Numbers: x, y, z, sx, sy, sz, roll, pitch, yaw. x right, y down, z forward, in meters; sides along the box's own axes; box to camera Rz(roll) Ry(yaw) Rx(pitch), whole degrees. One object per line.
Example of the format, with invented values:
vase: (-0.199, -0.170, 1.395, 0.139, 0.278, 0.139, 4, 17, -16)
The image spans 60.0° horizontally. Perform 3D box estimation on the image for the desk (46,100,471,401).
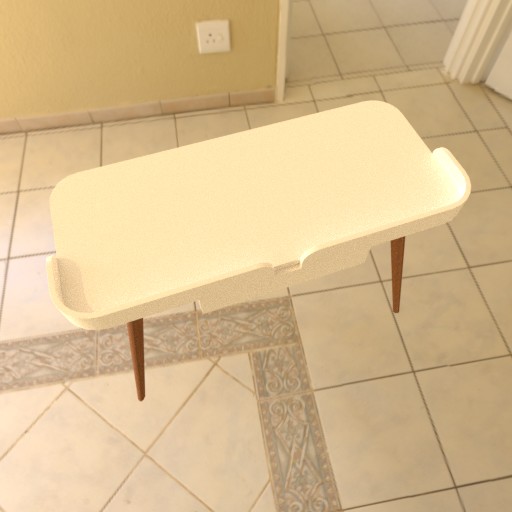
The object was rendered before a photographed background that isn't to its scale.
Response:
desk: (0.000, 0.000, 1.633, 1.206, 0.807, 0.534, -17, 60, -10)
